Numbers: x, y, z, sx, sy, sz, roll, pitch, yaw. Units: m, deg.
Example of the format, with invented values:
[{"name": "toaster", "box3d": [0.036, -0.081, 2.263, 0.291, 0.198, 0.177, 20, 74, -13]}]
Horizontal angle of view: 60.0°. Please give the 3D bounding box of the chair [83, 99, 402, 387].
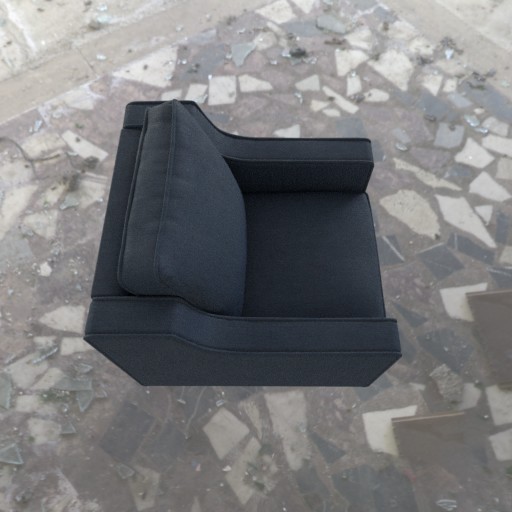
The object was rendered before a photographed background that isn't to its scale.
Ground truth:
[{"name": "chair", "box3d": [0.000, 0.000, 1.636, 0.909, 0.960, 0.831, 0, 63, 0]}]
